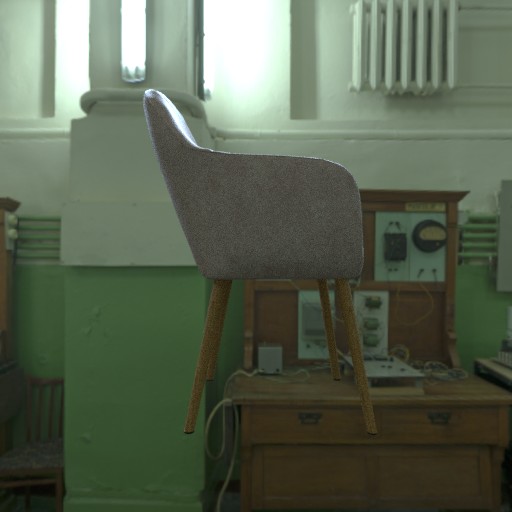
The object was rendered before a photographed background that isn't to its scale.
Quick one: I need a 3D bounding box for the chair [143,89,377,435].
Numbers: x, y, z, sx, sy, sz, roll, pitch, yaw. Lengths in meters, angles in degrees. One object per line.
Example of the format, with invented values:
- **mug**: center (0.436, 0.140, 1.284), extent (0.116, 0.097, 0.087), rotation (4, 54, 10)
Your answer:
- **chair**: center (0.000, 0.000, 1.271), extent (0.570, 0.832, 0.610), rotation (0, 0, 0)
